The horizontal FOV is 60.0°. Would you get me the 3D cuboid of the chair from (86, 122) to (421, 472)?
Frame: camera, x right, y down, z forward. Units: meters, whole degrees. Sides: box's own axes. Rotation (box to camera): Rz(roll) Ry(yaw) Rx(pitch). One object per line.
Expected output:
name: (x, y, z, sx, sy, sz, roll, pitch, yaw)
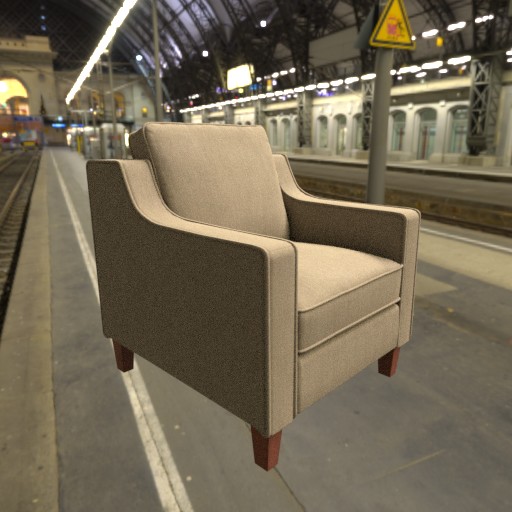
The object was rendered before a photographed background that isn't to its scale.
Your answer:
chair: (0.000, 0.000, 1.654, 0.909, 0.960, 0.831, 14, 20, 42)
